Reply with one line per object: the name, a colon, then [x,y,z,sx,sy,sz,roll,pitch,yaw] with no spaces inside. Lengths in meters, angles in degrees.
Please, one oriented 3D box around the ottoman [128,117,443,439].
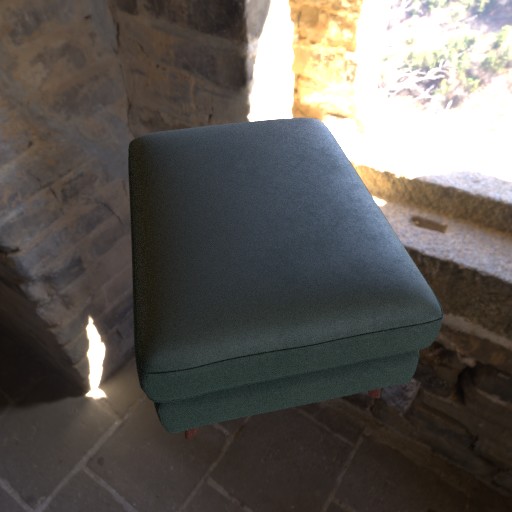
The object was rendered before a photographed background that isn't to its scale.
ottoman: [0.000,0.000,1.180,0.608,0.449,0.811,-9,47,-9]
